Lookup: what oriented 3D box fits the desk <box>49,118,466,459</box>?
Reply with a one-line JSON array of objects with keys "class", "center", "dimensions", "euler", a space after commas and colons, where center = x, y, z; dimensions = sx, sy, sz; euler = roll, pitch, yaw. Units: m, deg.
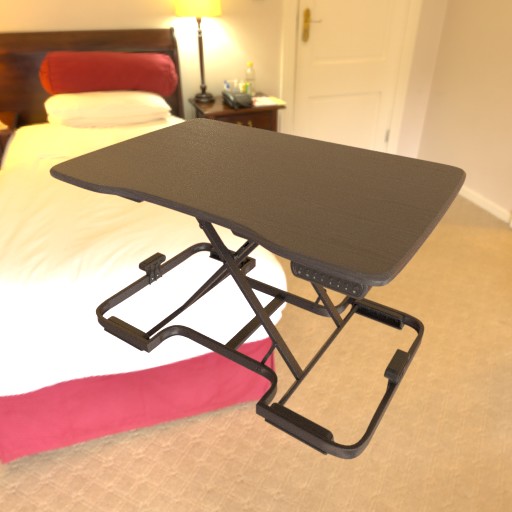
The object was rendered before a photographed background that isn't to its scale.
[{"class": "desk", "center": [0.000, 0.000, 1.128], "dimensions": [0.820, 0.470, 0.546], "euler": [20, 37, 28]}]
